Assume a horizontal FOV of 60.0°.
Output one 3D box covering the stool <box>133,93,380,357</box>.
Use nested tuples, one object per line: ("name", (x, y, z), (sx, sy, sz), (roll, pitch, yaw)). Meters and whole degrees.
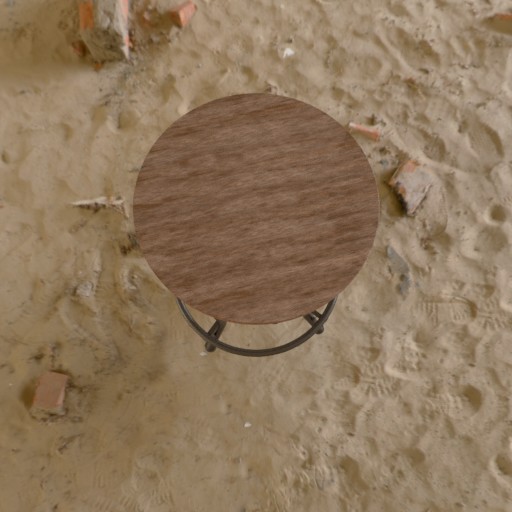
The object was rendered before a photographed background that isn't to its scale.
("stool", (0.000, 0.000, 0.921), (0.439, 0.609, 0.439), (35, 78, 9))
